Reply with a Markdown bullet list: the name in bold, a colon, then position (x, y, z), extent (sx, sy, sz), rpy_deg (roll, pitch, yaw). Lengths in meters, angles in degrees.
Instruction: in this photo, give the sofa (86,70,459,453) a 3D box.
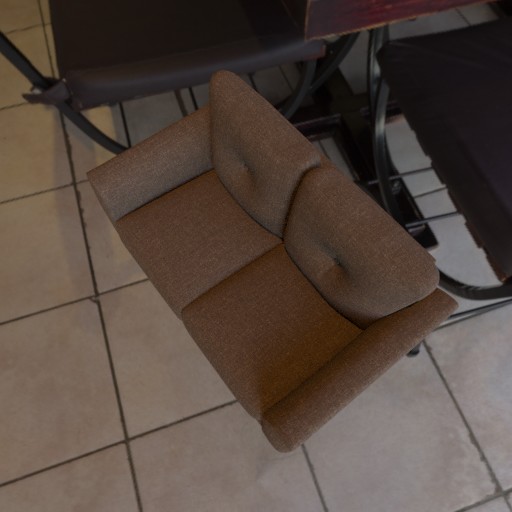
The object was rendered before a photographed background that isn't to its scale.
- **sofa**: position (0.000, 0.000, 1.961), extent (0.851, 0.885, 1.423), rpy_deg (-35, 68, -16)
